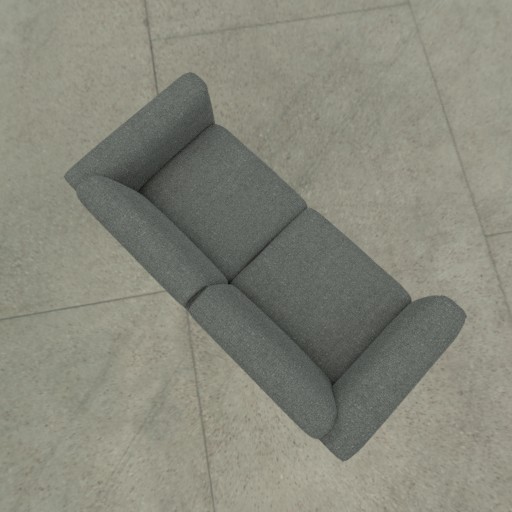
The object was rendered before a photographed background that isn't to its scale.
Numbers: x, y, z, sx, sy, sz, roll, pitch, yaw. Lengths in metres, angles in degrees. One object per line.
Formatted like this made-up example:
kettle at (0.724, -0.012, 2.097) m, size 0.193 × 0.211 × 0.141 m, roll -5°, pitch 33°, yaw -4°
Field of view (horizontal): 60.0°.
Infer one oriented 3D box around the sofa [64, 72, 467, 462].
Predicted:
sofa at (0.000, 0.000, 2.526) m, size 2.125 × 0.703 × 0.985 m, roll 44°, pitch 79°, yaw 10°
